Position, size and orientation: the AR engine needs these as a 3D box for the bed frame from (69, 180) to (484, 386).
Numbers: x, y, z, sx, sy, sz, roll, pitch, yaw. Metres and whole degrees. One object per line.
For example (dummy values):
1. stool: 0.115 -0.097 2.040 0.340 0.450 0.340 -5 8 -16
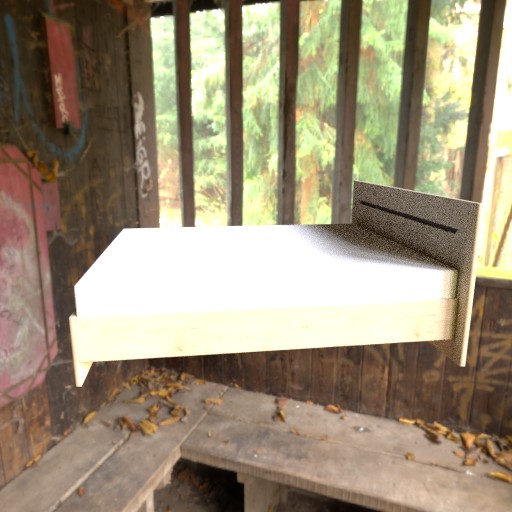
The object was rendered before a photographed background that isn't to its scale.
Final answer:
1. bed frame: 0.000 0.000 3.072 2.080 0.900 1.800 -2 14 -8
